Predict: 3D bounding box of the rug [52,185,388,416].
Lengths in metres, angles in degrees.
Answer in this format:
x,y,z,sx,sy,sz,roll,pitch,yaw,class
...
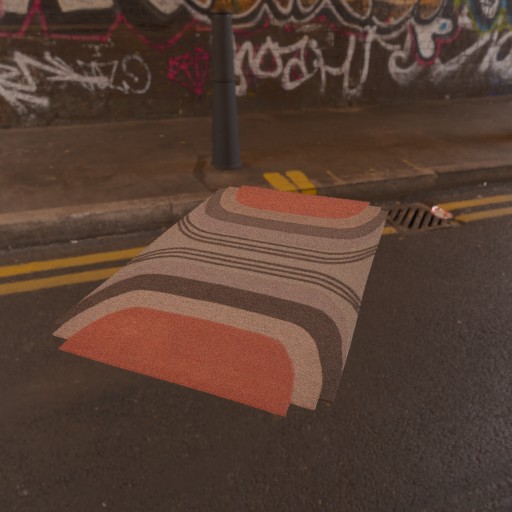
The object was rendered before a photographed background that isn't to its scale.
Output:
x,y,z,sx,sy,sz,roll,pitch,yaw,class
0.000,0.000,3.022,1.530,0.017,2.446,11,31,18,rug
